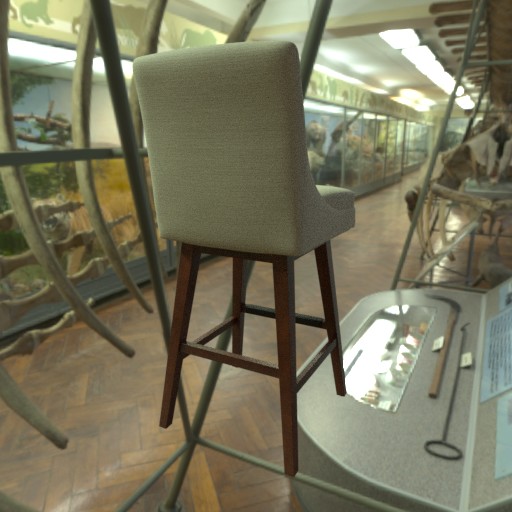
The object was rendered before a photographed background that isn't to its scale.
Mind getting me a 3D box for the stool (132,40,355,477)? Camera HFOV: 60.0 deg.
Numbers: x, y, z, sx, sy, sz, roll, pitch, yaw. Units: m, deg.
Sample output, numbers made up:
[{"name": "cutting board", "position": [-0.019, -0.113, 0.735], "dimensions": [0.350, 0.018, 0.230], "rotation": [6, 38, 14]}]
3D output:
[{"name": "stool", "position": [0.000, 0.000, 1.359], "dimensions": [0.470, 1.097, 0.559], "rotation": [8, 16, 27]}]
